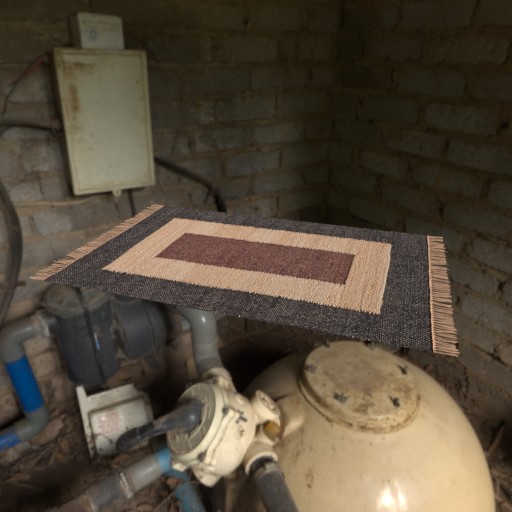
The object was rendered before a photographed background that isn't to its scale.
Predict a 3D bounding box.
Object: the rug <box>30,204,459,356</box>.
[{"bbox_3d":[0.000,0.000,2.465,2.021,0.027,1.224,8,26,17],"label":"rug"}]
